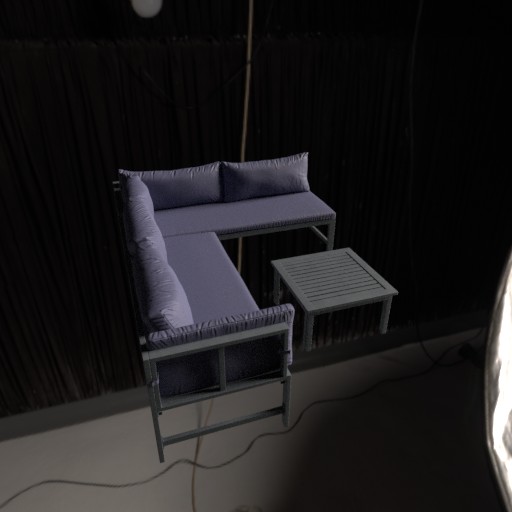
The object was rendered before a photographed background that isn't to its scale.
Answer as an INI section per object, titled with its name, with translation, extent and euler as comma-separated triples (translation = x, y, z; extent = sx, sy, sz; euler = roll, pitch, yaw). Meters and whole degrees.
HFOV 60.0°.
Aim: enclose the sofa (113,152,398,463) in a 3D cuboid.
[sofa]
translation = 0.000, 0.000, 2.964
extent = 1.658, 0.762, 2.149
euler = -9, 31, -16
